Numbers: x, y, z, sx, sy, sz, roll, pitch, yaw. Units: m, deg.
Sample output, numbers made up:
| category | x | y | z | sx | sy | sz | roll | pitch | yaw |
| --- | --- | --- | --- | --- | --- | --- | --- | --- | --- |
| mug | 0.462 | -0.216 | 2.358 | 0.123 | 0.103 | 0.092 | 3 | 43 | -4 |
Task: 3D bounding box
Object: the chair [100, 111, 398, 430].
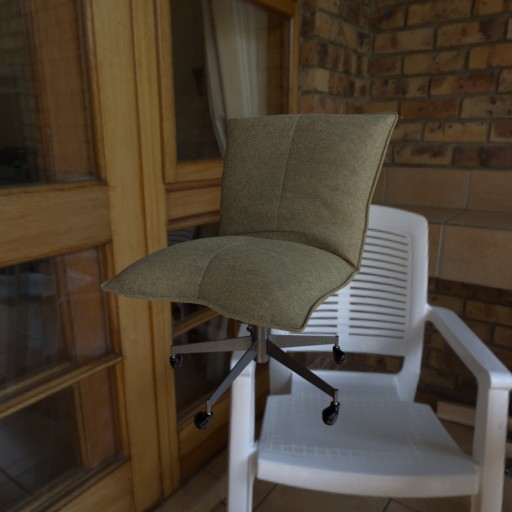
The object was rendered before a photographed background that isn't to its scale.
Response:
| category | x | y | z | sx | sy | sz | roll | pitch | yaw |
| --- | --- | --- | --- | --- | --- | --- | --- | --- | --- |
| chair | 0.000 | 0.000 | 1.278 | 0.597 | 0.811 | 0.696 | 8 | 17 | 28 |
